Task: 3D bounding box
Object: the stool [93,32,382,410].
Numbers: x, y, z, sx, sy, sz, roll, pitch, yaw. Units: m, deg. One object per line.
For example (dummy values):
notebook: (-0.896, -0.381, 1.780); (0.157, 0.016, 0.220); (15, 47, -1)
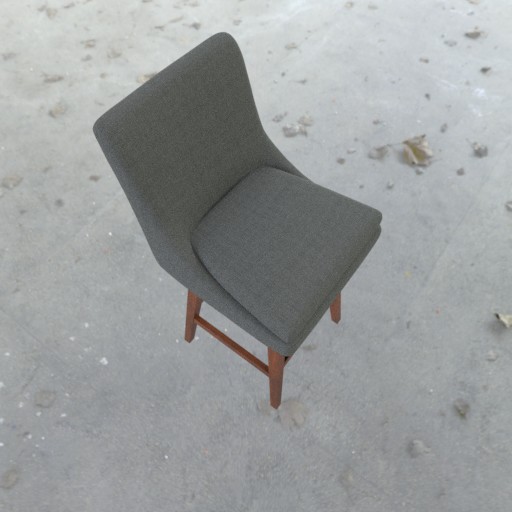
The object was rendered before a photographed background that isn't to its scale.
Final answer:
stool: (0.000, 0.000, 1.252); (0.524, 0.977, 0.447); (33, 63, 19)
